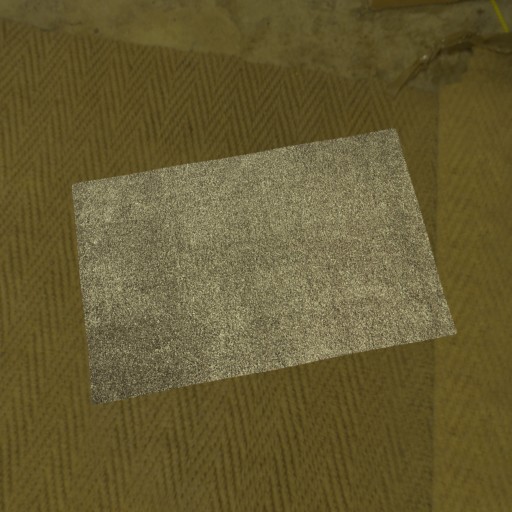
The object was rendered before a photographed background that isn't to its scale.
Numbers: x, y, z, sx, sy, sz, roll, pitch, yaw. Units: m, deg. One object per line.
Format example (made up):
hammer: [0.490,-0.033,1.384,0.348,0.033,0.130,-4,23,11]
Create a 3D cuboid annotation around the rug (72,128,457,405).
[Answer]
rug: [0.000,0.000,2.986,2.352,0.025,1.501,-10,76,-3]
